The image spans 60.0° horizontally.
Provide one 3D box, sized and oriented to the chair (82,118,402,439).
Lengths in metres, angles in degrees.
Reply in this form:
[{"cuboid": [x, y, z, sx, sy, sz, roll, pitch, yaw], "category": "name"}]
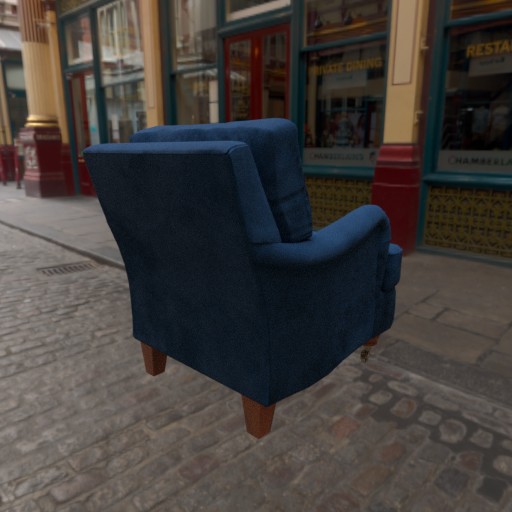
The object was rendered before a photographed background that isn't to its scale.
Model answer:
[{"cuboid": [0.000, 0.000, 1.899, 0.895, 1.076, 1.078, 12, 18, 42], "category": "chair"}]
